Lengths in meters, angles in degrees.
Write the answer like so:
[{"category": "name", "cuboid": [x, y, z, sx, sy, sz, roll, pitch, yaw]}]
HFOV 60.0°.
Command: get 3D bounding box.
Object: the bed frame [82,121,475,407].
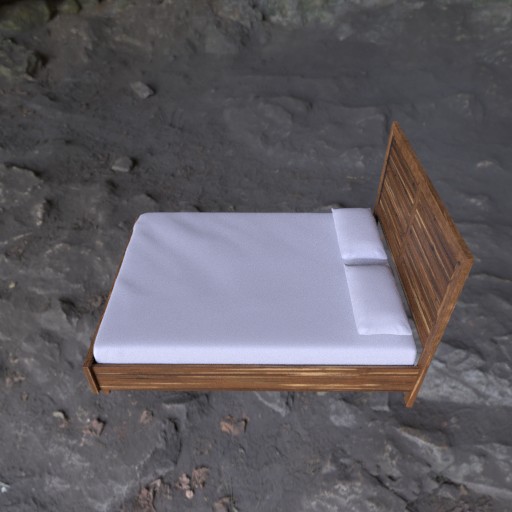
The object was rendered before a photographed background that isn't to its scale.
[{"category": "bed frame", "cuboid": [0.000, 0.000, 3.395, 2.276, 1.417, 1.696, 0, 41, 0]}]
